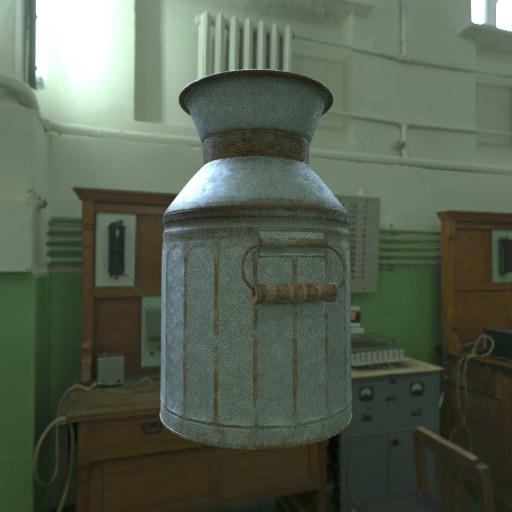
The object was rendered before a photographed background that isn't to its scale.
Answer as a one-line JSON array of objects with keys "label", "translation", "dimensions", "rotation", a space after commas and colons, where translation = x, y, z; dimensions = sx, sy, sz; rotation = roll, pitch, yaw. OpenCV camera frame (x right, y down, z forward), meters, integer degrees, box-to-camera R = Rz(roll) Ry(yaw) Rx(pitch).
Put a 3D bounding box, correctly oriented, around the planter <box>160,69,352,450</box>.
[{"label": "planter", "translation": [0.000, 0.000, 0.510], "dimensions": [0.215, 0.358, 0.248], "rotation": [0, -1, -20]}]
